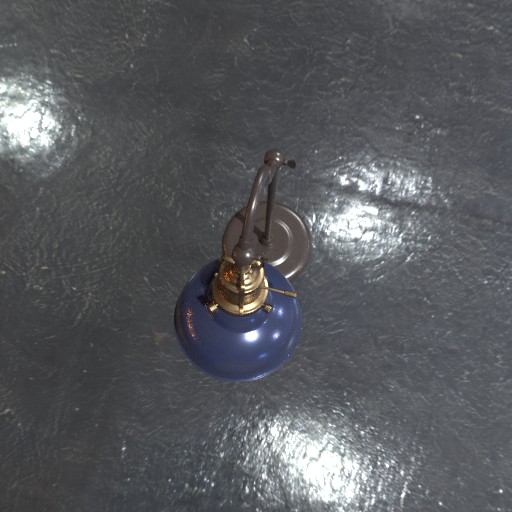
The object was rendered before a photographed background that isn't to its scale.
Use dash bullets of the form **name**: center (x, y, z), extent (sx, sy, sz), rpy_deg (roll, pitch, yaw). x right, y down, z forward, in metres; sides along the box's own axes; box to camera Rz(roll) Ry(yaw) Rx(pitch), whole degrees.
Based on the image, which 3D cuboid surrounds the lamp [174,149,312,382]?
- **lamp**: center (0.000, 0.000, 0.677), extent (0.192, 0.508, 0.374), rpy_deg (14, 76, 4)
